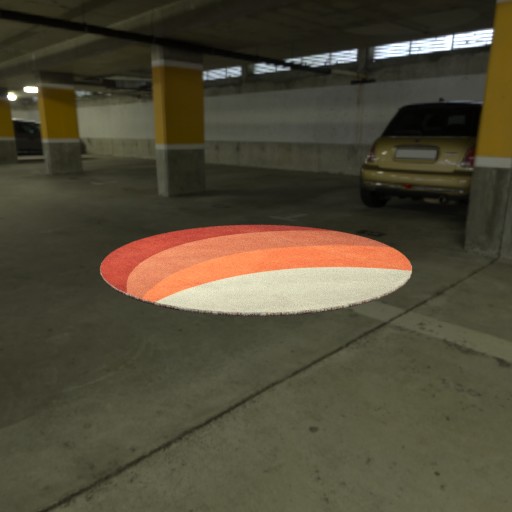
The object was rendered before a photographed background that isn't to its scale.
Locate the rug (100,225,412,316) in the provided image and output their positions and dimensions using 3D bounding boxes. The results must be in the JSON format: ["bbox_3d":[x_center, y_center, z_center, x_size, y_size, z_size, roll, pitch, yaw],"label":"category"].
[{"bbox_3d":[0.000,0.000,2.269,1.514,0.015,1.514,0,16,0],"label":"rug"}]
